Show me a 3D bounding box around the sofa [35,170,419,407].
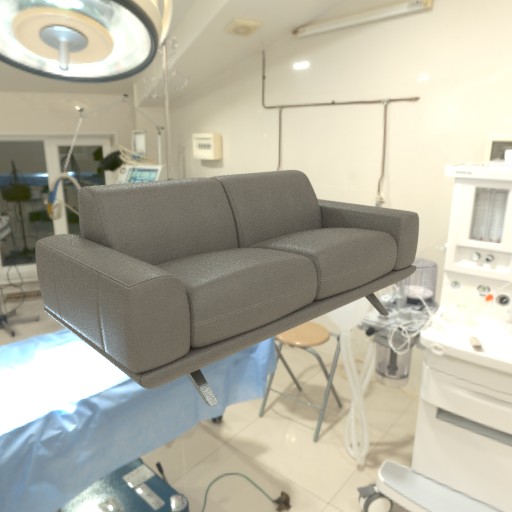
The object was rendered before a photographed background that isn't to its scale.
[{"bbox_3d":[0.000,0.000,2.319,1.901,0.772,0.900,-14,21,-42],"label":"sofa"}]
